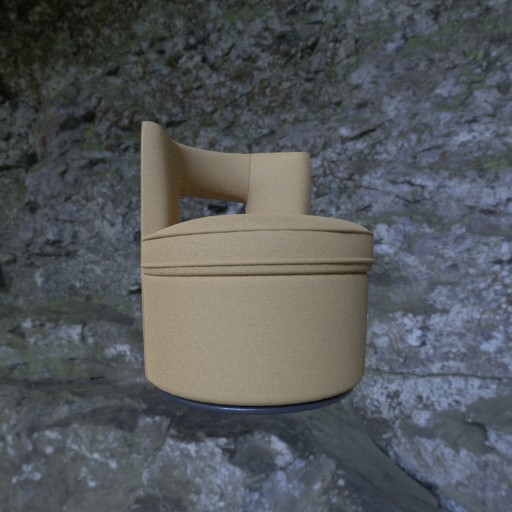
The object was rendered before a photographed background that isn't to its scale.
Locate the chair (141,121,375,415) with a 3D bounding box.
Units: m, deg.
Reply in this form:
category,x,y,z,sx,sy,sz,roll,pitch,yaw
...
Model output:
category,x,y,z,sx,sy,sz,roll,pitch,yaw
chair,0.000,0.000,1.275,0.650,0.723,0.665,0,0,-38
